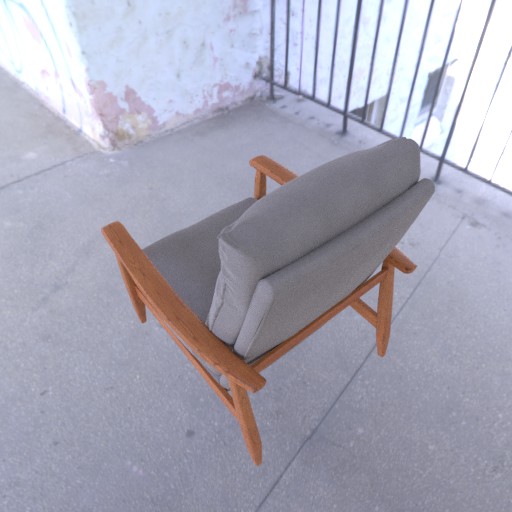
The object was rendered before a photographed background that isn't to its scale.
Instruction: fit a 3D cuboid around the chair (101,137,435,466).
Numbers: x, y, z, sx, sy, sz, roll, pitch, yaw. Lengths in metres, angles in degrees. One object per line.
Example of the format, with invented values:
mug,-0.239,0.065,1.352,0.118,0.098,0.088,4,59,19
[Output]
chair,0.000,0.000,1.505,0.782,0.922,0.816,-31,52,-27
